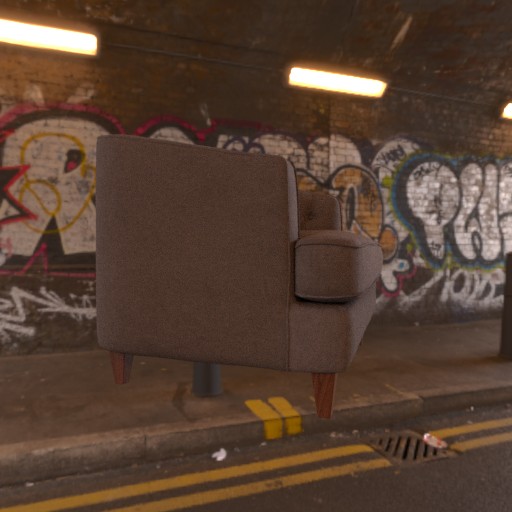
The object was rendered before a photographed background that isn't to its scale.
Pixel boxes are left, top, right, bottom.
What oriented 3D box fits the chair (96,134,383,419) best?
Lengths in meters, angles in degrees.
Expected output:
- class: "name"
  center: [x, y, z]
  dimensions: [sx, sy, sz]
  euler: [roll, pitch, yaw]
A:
- class: "chair"
  center: [0.000, 0.000, 1.755]
  dimensions: [0.941, 0.852, 1.104]
  euler: [0, 1, 18]
